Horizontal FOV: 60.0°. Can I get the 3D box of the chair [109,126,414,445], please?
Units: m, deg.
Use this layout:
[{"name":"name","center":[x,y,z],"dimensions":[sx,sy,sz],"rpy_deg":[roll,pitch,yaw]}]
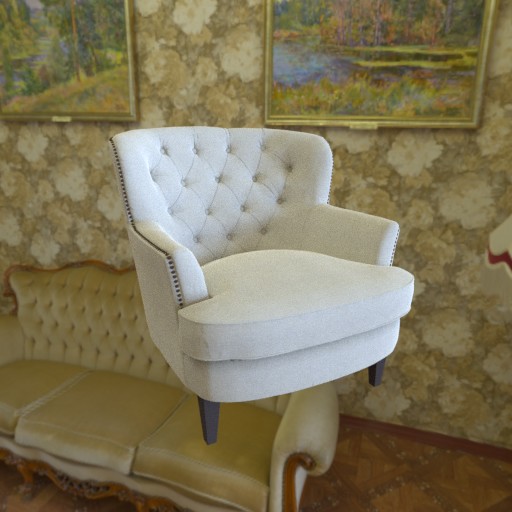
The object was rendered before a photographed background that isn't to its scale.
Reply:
[{"name":"chair","center":[0.000,0.000,1.538],"dimensions":[0.848,0.868,0.906],"rpy_deg":[-8,18,-27]}]
